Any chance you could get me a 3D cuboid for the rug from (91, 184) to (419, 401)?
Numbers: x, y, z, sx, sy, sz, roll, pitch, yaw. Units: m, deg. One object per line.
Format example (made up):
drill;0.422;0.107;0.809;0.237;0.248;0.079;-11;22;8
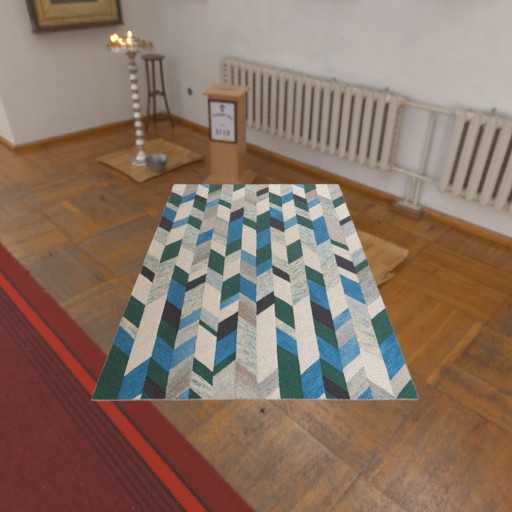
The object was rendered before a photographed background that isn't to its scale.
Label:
rug;0.000;0.000;3.032;1.507;0.007;2.433;0;33;0
